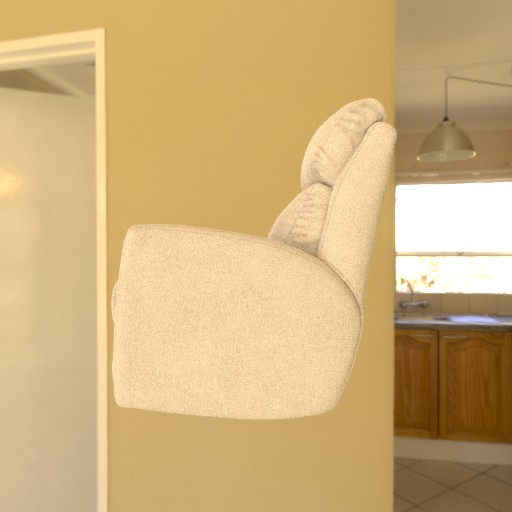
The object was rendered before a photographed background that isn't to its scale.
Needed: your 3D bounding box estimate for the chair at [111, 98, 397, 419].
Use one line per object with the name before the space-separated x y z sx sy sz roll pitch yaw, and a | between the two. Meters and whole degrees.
chair | 0.000 0.000 1.707 0.940 1.021 0.794 0 0 2
